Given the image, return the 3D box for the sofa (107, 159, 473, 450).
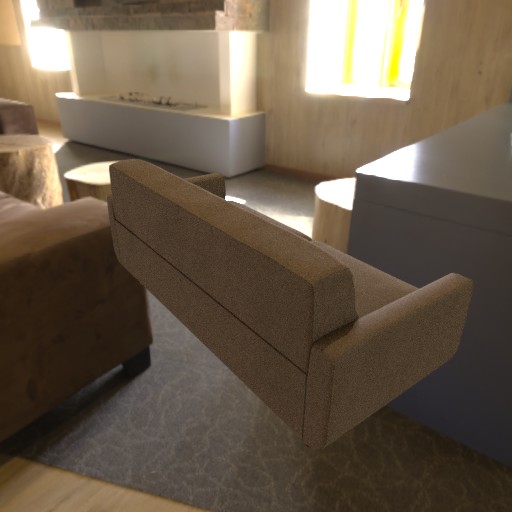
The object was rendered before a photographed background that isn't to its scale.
[{"bbox_3d":[0.000,0.000,2.447,0.909,0.841,2.029,-19,32,-32],"label":"sofa"}]
